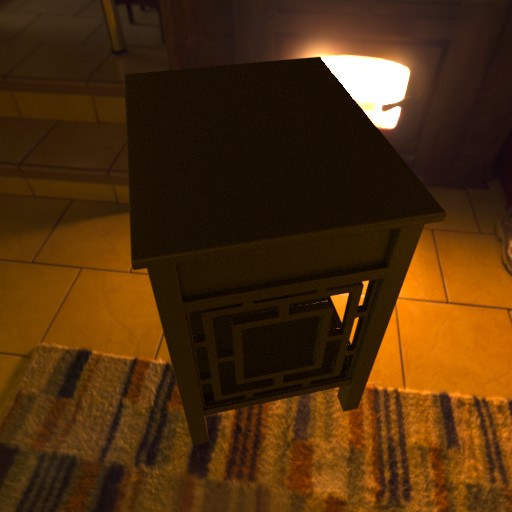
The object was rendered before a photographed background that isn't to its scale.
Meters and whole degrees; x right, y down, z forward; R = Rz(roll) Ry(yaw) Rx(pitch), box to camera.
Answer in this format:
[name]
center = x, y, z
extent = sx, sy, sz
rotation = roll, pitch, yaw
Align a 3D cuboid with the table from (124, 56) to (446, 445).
[table]
center = 0.000, 0.000, 1.017
extent = 0.451, 0.646, 0.564
rotation = -9, 46, -9
